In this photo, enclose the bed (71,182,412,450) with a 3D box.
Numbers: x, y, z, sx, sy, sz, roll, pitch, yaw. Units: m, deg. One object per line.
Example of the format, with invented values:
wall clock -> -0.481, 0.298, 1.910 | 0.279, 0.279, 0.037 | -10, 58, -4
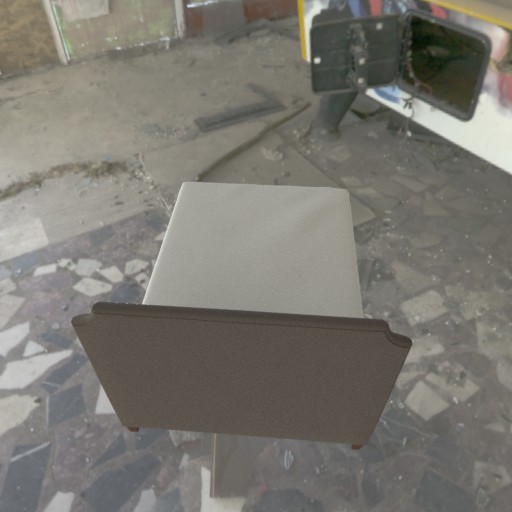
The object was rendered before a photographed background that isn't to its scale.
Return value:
bed -> 0.000, 0.000, 3.424 | 1.713, 1.443, 2.372 | 3, 45, 3
